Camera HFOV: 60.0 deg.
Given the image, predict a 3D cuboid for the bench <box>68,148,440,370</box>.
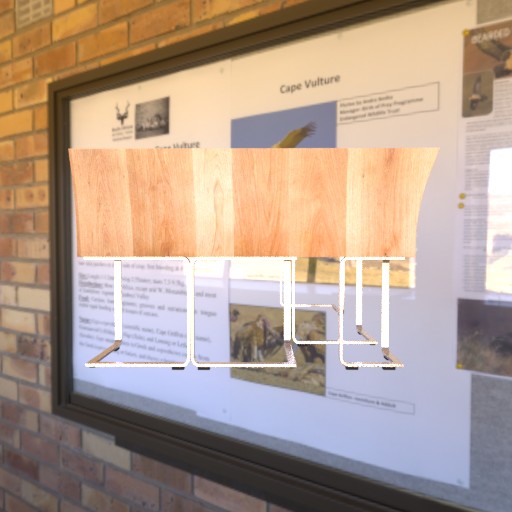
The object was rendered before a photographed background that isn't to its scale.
[{"bbox_3d":[0.000,0.000,2.768,1.495,0.930,1.945,0,2,1],"label":"bench"}]
